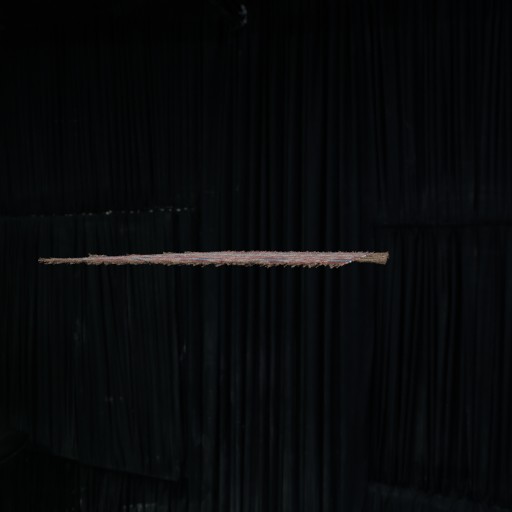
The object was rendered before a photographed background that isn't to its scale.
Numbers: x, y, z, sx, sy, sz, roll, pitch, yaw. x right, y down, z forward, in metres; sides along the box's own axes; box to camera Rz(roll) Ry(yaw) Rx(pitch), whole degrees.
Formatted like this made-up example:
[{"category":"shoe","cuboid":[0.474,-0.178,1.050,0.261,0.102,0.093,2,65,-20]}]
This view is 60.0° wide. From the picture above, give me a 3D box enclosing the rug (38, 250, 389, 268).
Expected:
[{"category":"rug","cuboid":[0.000,0.000,2.559,1.469,0.040,2.025,0,2,18]}]
